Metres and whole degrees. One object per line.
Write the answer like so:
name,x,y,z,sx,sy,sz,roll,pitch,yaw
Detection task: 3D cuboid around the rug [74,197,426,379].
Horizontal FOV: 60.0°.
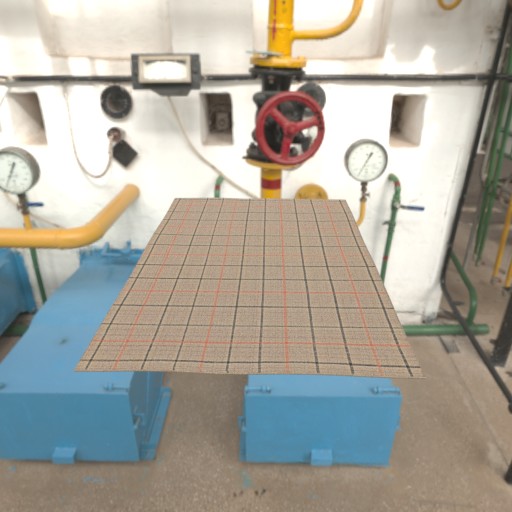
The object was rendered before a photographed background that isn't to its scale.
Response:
rug,0.000,0.000,2.350,1.220,0.013,1.829,1,27,2
